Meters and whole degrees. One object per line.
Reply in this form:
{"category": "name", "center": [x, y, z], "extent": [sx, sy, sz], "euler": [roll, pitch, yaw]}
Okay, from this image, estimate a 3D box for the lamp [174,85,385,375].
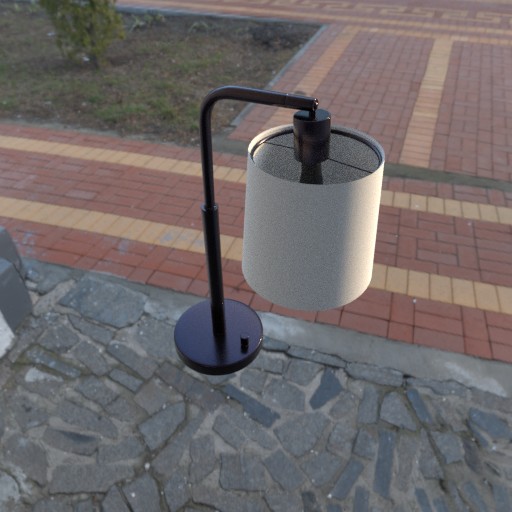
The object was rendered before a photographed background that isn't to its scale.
{"category": "lamp", "center": [0.000, 0.000, 0.640], "extent": [0.333, 0.489, 0.171], "euler": [24, 46, 25]}
